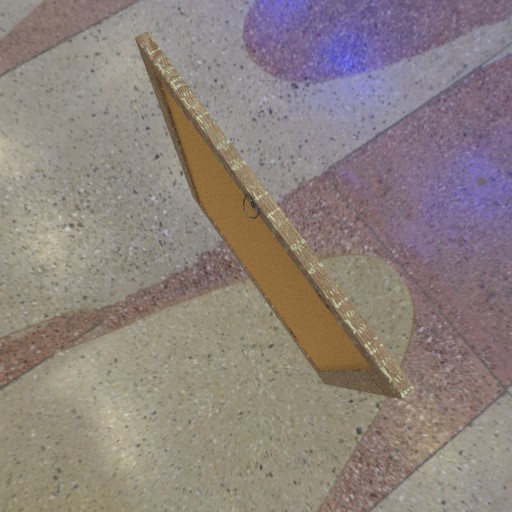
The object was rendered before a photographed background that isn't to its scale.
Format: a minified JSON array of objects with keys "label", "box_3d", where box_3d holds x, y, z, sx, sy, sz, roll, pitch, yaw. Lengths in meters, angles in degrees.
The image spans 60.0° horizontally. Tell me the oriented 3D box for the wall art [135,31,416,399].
[{"label":"wall art","box_3d":[0.000,0.000,0.547,0.022,0.380,0.380,-34,78,-8]}]
